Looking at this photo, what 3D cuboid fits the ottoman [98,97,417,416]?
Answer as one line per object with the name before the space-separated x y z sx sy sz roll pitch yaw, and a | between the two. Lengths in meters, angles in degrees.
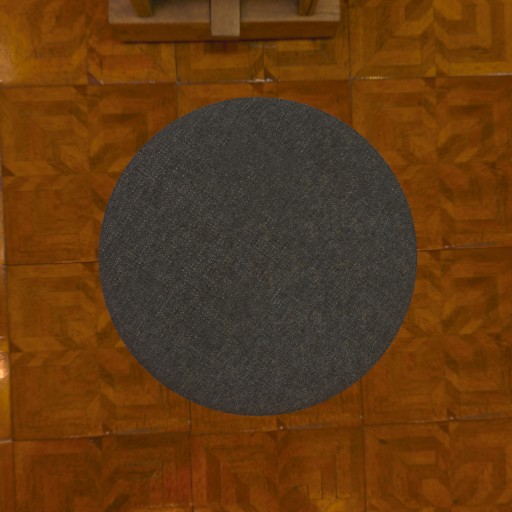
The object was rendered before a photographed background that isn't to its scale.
ottoman | 0.000 0.000 0.898 0.520 0.430 0.520 0 91 -2
